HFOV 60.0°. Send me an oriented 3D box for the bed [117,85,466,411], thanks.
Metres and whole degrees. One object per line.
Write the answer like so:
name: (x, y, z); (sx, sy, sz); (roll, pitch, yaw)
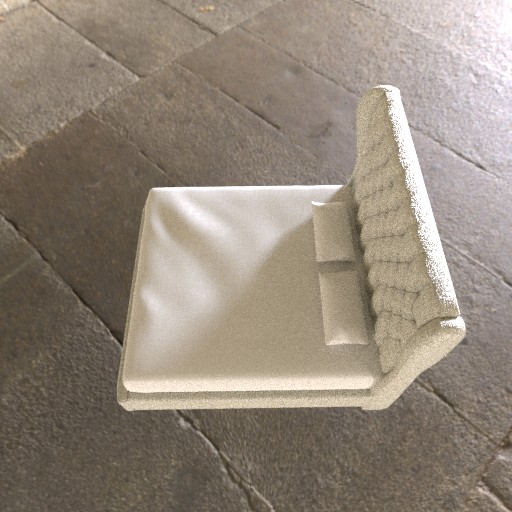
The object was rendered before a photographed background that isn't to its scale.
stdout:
bed: (0.000, 0.000, 3.752); (2.347, 1.771, 2.219); (-1, 58, 0)
